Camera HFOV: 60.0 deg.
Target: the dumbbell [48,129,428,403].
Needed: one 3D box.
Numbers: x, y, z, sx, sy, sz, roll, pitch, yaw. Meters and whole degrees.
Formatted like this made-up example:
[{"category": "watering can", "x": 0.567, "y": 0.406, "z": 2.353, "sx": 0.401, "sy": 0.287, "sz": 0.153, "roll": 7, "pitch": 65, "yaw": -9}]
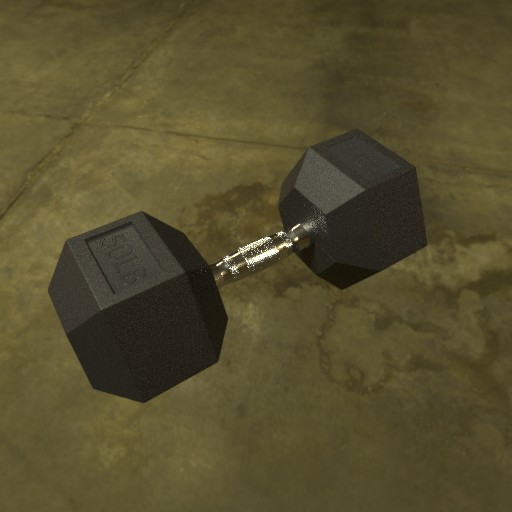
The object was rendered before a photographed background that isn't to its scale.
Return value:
[{"category": "dumbbell", "x": 0.000, "y": 0.000, "z": 0.462, "sx": 0.384, "sy": 0.150, "sz": 0.173, "roll": -25, "pitch": 52, "yaw": -22}]
